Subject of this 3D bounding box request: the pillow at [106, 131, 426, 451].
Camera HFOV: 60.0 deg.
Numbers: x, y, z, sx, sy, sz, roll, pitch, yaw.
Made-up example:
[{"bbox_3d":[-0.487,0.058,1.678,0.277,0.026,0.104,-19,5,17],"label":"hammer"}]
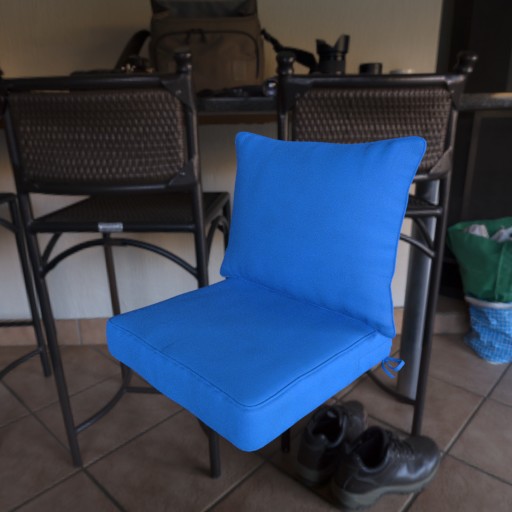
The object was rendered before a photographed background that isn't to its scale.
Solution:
[{"bbox_3d":[0.000,0.000,1.383,0.798,0.725,0.733,16,24,42],"label":"pillow"}]
